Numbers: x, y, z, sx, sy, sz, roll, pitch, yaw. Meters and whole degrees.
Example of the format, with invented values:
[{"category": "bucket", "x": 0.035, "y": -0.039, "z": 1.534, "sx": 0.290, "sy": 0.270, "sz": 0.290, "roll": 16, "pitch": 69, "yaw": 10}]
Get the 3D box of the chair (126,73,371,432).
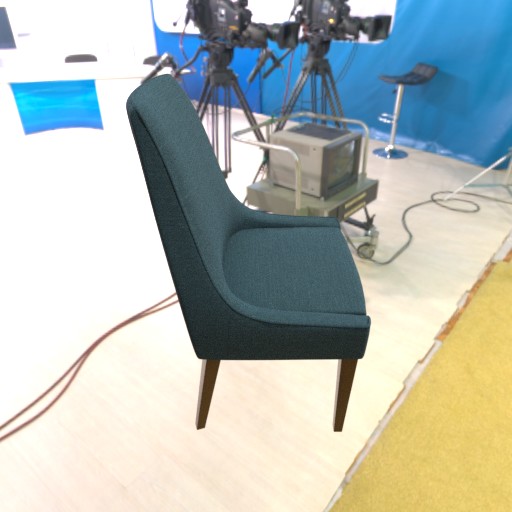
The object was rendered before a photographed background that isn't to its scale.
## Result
[{"category": "chair", "x": 0.000, "y": 0.000, "z": 1.183, "sx": 0.544, "sy": 0.861, "sz": 0.529, "roll": 0, "pitch": 32, "yaw": 0}]
